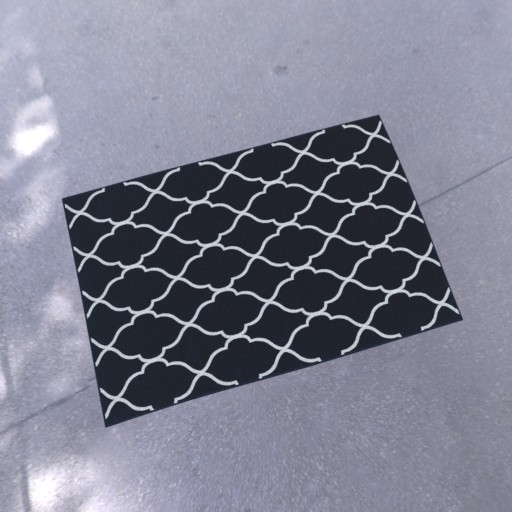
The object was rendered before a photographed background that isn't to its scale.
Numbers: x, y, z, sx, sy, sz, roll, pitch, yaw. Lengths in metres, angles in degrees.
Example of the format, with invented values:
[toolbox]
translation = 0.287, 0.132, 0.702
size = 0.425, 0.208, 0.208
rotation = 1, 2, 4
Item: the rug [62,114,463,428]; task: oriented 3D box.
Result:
[rug]
translation = 0.000, 0.000, 2.882
size = 2.290, 0.014, 1.526
rotation = -16, 75, -4
